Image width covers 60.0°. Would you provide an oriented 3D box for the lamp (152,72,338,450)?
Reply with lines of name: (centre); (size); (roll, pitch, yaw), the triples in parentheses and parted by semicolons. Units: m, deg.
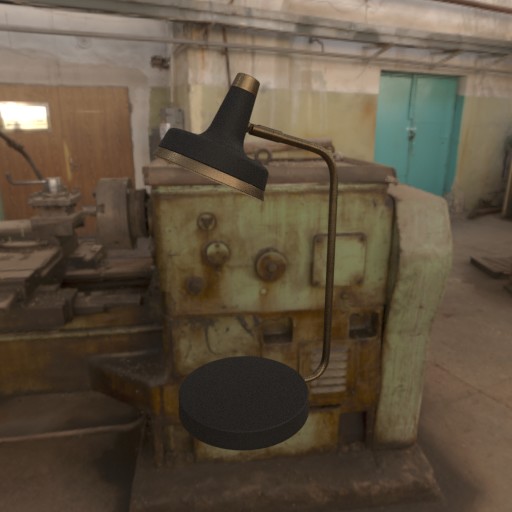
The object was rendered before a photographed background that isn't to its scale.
lamp: (0.000, 0.000, 0.504); (0.218, 0.385, 0.162); (-8, 19, -24)
